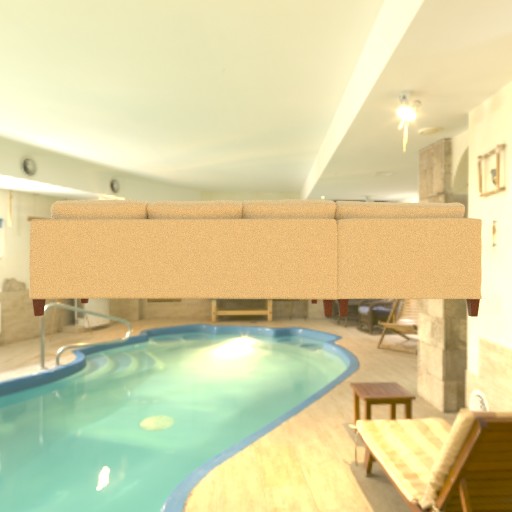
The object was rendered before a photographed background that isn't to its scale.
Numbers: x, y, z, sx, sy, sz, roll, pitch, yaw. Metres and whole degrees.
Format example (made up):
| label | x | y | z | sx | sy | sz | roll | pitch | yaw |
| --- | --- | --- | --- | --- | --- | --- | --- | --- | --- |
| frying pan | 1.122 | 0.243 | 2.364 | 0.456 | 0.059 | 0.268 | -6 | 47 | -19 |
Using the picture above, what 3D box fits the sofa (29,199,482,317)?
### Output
| label | x | y | z | sx | sy | sz | roll | pitch | yaw |
| --- | --- | --- | --- | --- | --- | --- | --- | --- | --- |
| sofa | 0.000 | 0.000 | 3.900 | 3.186 | 0.846 | 1.625 | 0 | 0 | 1 |
